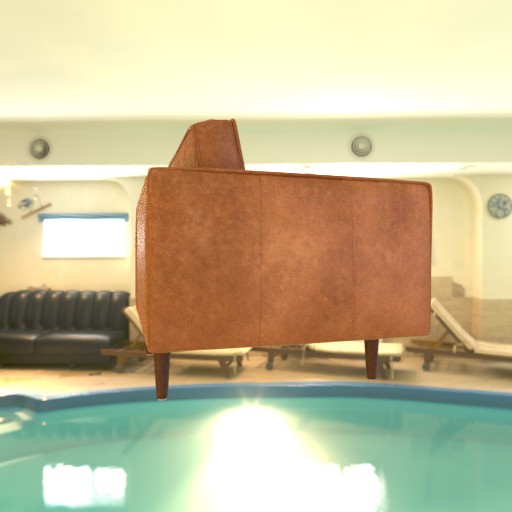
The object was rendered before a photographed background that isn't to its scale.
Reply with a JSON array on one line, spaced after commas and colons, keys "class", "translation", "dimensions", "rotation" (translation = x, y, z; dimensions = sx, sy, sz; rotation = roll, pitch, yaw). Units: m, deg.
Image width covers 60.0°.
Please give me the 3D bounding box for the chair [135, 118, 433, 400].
[{"class": "chair", "translation": [0.000, 0.000, 1.556], "dimensions": [0.798, 0.767, 0.928], "rotation": [0, 0, -17]}]
